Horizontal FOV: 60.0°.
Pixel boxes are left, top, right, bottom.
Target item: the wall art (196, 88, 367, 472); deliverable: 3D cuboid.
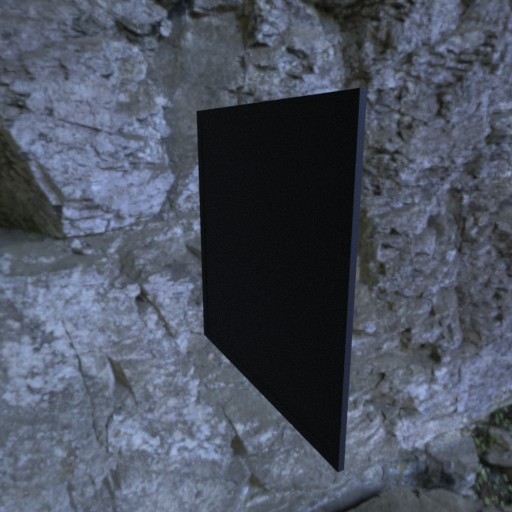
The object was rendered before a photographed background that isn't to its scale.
[{"bbox_3d":[0.000,0.000,0.853,0.012,0.558,0.562,-8,17,-27],"label":"wall art"}]
